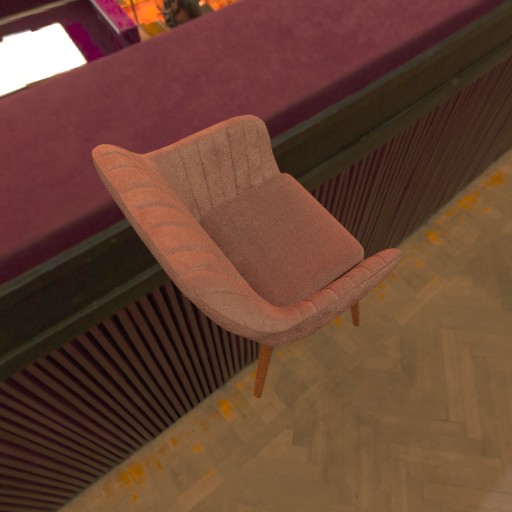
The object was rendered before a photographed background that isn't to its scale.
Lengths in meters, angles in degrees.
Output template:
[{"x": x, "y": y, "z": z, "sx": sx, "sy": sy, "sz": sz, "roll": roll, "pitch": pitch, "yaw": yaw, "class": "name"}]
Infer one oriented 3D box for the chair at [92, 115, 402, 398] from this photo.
[{"x": 0.000, "y": 0.000, "z": 1.240, "sx": 0.570, "sy": 0.832, "sz": 0.610, "roll": -32, "pitch": 64, "yaw": -18, "class": "chair"}]
